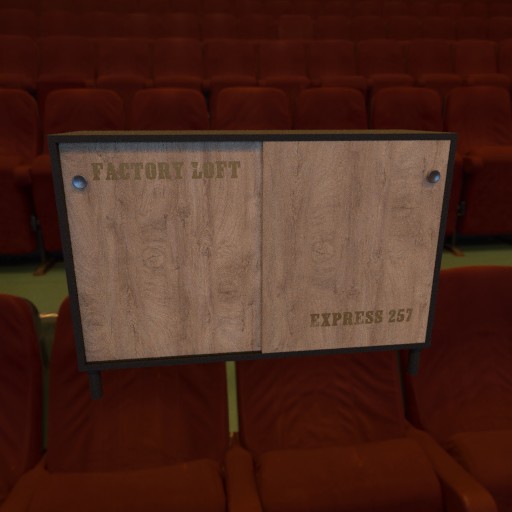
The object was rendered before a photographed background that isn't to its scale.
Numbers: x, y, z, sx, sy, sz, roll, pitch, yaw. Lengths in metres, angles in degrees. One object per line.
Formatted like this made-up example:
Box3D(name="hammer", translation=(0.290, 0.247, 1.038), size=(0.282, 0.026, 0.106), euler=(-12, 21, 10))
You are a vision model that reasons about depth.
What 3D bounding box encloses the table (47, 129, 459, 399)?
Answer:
Box3D(name="table", translation=(0.000, 0.000, 1.587), size=(1.200, 0.855, 0.400), euler=(-2, 18, -7))
